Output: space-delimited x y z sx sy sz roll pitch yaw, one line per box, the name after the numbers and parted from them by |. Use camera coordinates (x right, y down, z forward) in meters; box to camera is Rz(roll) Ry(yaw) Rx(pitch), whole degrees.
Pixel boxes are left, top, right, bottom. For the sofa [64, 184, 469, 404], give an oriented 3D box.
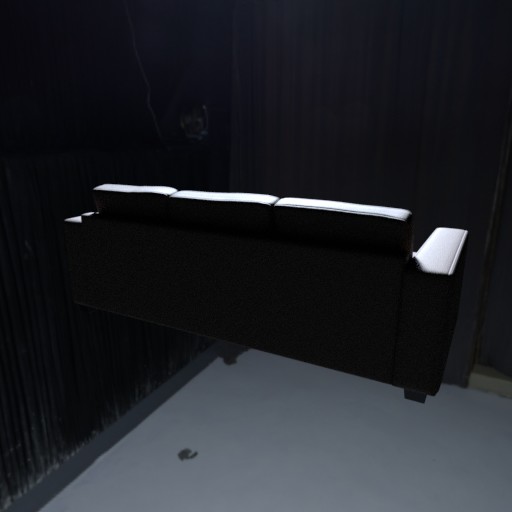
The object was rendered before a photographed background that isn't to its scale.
0.000 0.000 2.570 2.160 0.806 0.900 9 18 27 | sofa
